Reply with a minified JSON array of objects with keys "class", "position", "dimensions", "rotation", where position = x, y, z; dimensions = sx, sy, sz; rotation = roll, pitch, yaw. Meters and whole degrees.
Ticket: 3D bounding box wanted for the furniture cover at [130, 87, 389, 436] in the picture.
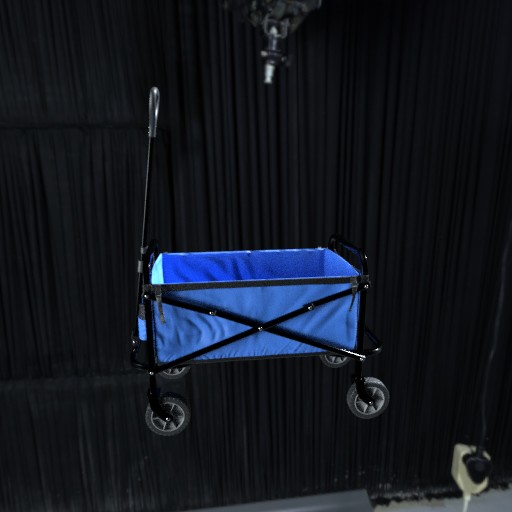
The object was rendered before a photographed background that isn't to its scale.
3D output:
[{"class":"furniture cover","position":[0.000,0.000,1.826],"dimensions":[1.038,1.295,0.532],"rotation":[-2,15,-8]}]
